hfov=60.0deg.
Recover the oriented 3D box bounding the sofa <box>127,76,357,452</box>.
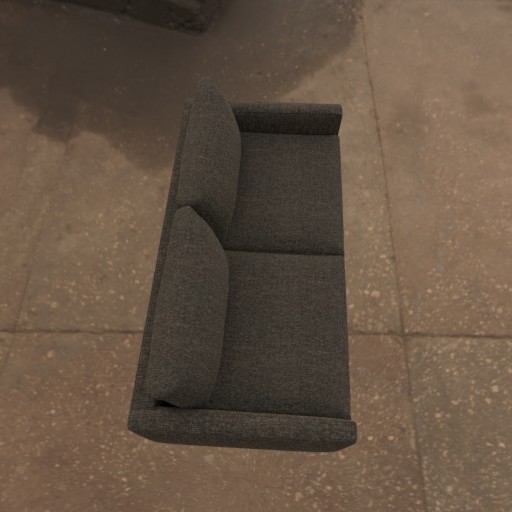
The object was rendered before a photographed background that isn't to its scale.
[{"bbox_3d":[0.000,0.000,2.166,0.866,0.862,1.716,3,63,1],"label":"sofa"}]
